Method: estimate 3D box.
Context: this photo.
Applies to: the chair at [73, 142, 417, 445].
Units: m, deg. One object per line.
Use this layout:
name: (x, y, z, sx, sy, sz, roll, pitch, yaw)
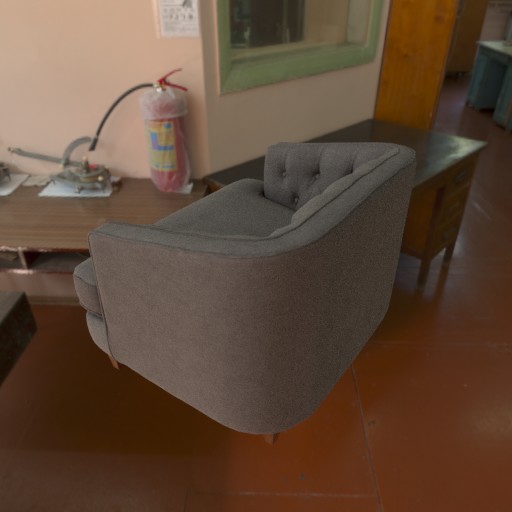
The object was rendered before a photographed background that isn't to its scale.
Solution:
chair: (0.000, 0.000, 1.762, 0.941, 0.852, 1.104, 21, 38, 30)
